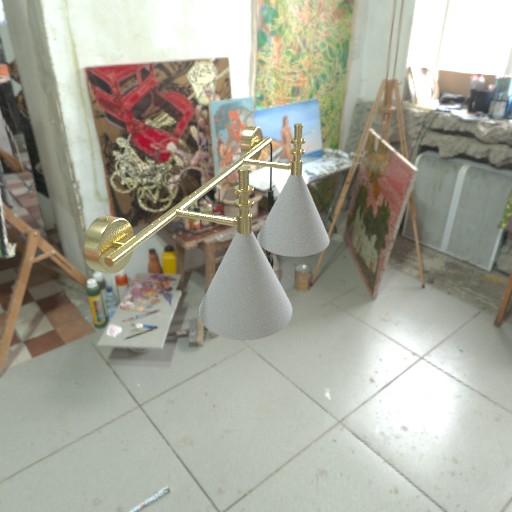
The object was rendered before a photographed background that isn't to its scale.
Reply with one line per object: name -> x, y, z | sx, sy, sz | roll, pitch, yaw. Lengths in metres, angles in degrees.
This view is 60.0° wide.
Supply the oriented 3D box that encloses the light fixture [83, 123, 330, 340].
light fixture -> 0.000, 0.000, 0.879 | 0.239, 0.468, 0.642 | 11, 32, 18
